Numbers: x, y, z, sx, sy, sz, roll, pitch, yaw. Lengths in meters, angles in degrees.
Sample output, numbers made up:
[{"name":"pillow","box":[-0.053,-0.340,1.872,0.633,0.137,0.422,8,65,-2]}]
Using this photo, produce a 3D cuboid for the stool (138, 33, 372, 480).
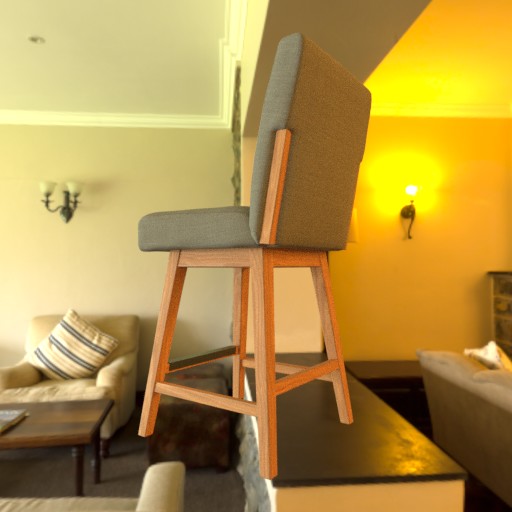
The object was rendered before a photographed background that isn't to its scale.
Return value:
[{"name":"stool","box":[0.000,0.000,1.308,0.570,1.019,0.459,-1,-1,36]}]
